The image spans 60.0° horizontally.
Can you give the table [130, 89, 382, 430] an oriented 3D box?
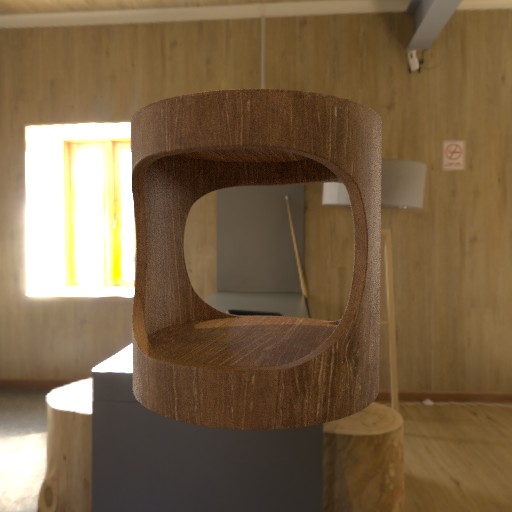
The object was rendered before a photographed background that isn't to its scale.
[{"bbox_3d":[0.000,0.000,0.976,0.527,0.551,0.527,0,2,0],"label":"table"}]
